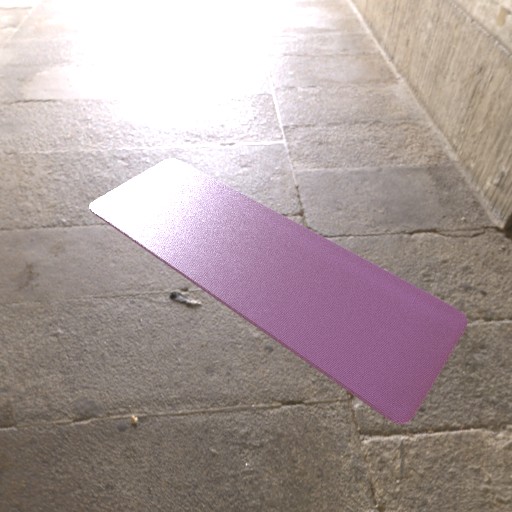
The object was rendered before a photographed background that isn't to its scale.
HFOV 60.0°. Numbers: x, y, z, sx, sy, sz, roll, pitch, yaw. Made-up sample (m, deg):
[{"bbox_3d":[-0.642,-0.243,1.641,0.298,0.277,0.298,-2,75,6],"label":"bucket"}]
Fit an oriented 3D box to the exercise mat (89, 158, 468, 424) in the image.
[{"bbox_3d":[0.000,0.000,2.116,1.869,0.021,0.616,31,54,26],"label":"exercise mat"}]
